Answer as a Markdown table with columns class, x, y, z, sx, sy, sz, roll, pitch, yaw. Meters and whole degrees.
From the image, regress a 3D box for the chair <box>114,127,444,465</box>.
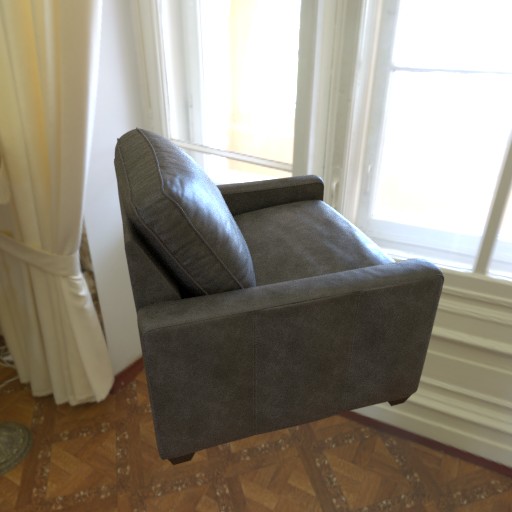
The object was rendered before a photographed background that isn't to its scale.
| class | x | y | z | sx | sy | sz | roll | pitch | yaw |
| --- | --- | --- | --- | --- | --- | --- | --- | --- | --- |
| chair | 0.000 | 0.000 | 1.710 | 0.939 | 0.916 | 1.006 | -9 | 30 | -15 |
